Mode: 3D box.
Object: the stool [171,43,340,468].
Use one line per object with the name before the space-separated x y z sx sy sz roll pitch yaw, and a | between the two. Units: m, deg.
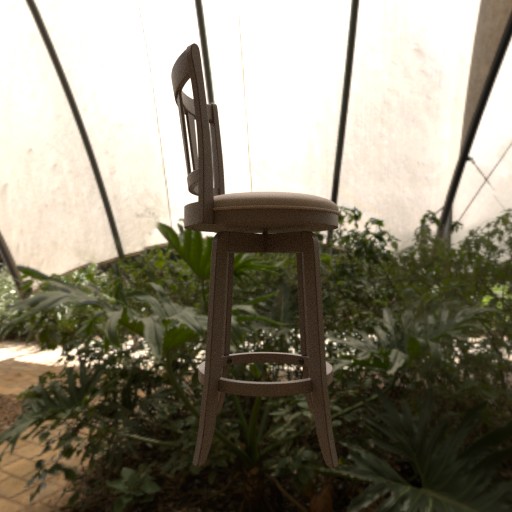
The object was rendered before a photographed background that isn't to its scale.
stool | 0.000 0.000 1.270 0.475 1.023 0.436 0 -1 1
